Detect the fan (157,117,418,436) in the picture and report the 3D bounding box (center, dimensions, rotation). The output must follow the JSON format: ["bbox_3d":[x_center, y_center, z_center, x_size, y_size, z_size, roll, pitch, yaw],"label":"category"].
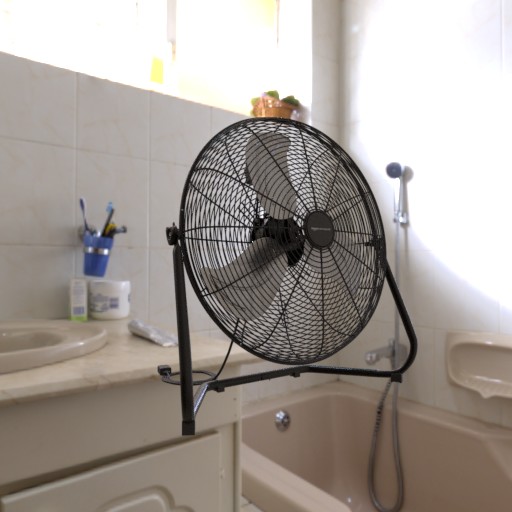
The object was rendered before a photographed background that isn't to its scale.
[{"bbox_3d":[0.000,0.000,0.961,0.555,0.546,0.424,1,-1,-36],"label":"fan"}]
